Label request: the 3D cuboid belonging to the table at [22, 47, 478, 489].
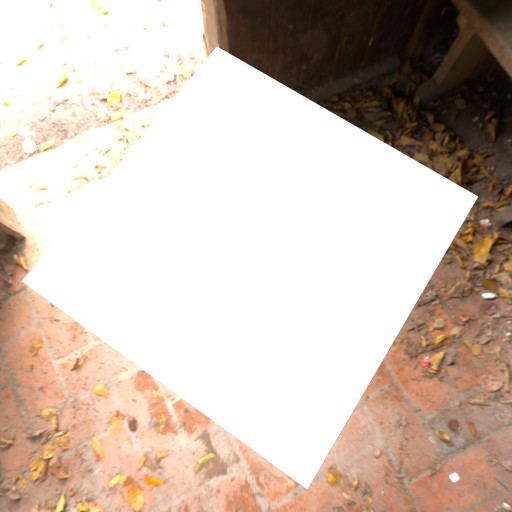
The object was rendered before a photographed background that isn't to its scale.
[{"bbox_3d":[0.000,0.000,1.083,0.700,0.289,0.700,33,77,9],"label":"table"}]
